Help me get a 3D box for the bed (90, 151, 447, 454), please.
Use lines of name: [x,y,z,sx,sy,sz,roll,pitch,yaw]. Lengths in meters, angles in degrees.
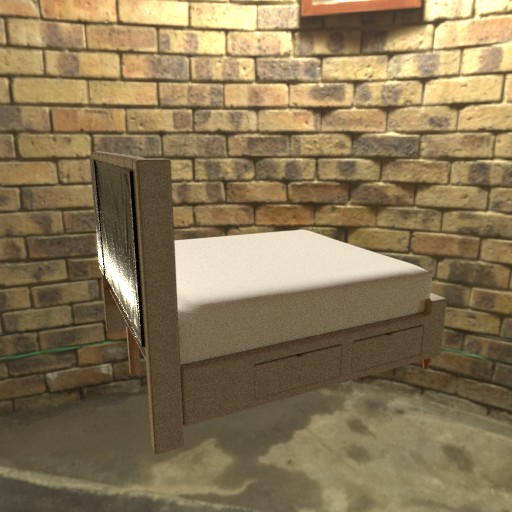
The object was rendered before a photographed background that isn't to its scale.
bed: [0.000,0.000,3.819,2.372,1.748,2.044,-7,16,-25]
